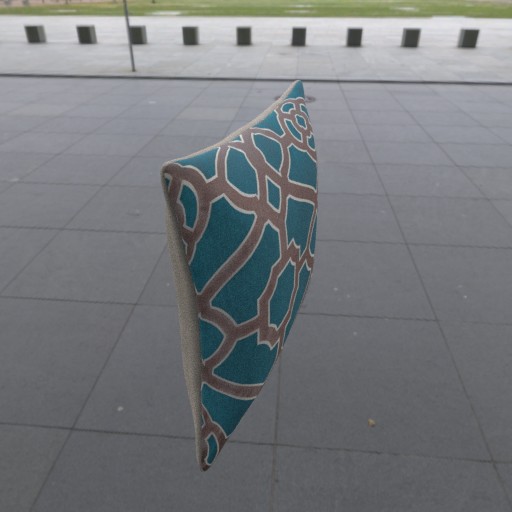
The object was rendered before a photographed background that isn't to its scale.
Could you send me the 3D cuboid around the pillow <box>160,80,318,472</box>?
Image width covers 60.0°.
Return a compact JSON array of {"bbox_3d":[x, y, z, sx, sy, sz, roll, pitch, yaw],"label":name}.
[{"bbox_3d":[0.000,0.000,0.785,0.166,0.507,0.526,11,33,17],"label":"pillow"}]
